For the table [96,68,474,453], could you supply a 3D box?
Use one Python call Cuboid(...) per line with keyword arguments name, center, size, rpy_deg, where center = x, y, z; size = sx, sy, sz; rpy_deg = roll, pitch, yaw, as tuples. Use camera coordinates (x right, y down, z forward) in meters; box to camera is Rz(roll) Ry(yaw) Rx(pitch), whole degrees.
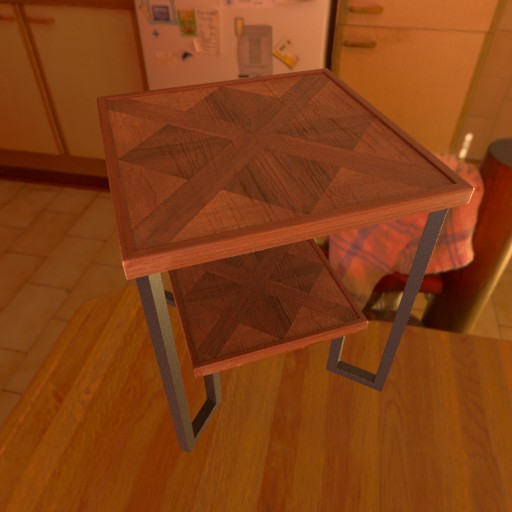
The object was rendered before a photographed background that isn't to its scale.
Cuboid(name="table", center=(0.000, 0.000, 0.950), size=(0.503, 0.563, 0.503), rpy_deg=(-13, 44, -13))
